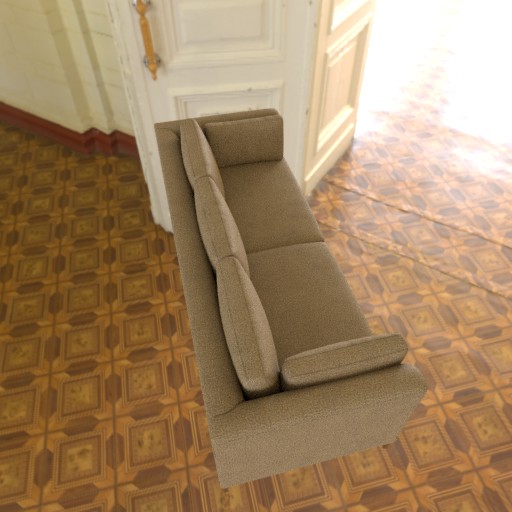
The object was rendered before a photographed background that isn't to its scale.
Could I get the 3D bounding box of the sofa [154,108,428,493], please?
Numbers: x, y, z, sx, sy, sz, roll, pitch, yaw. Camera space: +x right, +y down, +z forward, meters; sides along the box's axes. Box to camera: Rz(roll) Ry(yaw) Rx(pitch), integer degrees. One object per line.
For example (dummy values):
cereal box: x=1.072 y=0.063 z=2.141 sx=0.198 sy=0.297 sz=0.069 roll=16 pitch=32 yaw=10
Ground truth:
sofa: x=0.000 y=0.000 z=2.838 sx=0.969 sy=0.867 sz=2.415 roll=-11 pitch=49 yaw=-9
